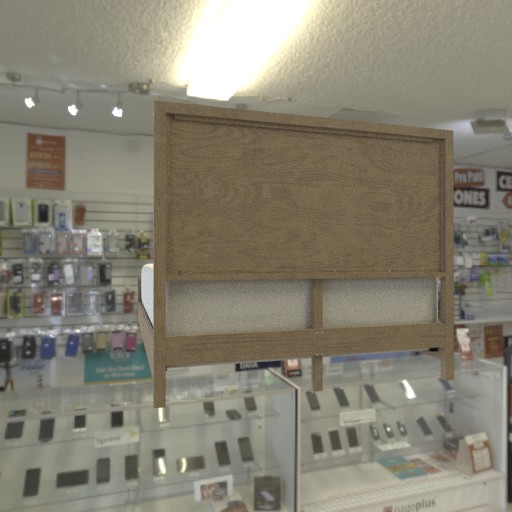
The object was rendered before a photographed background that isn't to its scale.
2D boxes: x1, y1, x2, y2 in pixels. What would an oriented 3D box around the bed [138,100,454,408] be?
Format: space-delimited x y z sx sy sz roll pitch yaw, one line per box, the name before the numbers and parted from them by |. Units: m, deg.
bed | 0.000 0.000 3.249 1.606 1.369 2.189 0 0 -17
